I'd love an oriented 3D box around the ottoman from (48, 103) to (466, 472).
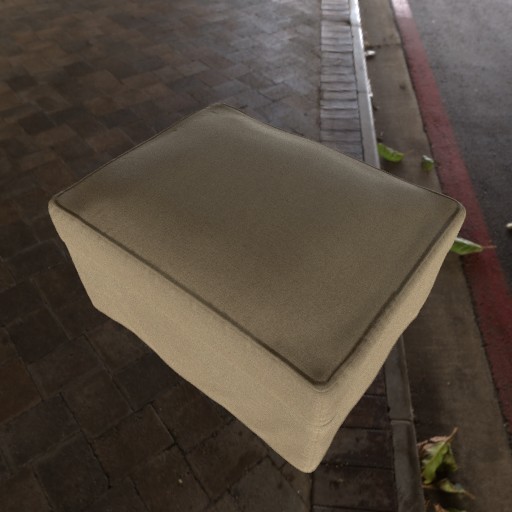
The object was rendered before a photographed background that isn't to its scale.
[{"bbox_3d":[0.000,0.000,1.220,0.833,0.485,0.650,30,55,24],"label":"ottoman"}]
